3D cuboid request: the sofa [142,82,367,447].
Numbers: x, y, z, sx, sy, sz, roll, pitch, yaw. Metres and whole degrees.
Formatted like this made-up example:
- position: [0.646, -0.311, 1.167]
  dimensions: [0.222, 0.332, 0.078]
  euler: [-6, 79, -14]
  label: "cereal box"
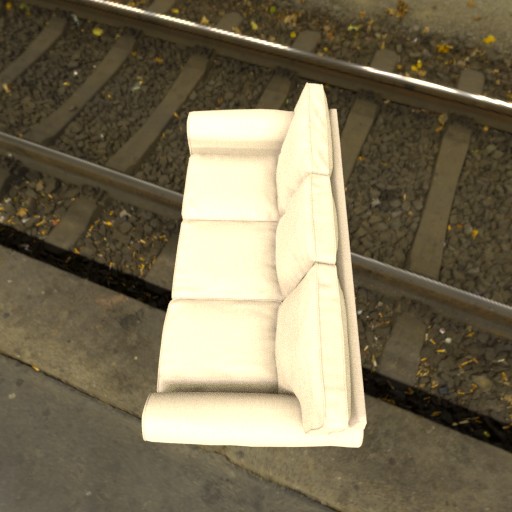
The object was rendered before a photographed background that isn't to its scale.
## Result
- position: [0.000, 0.000, 2.613]
  dimensions: [0.998, 0.889, 2.118]
  euler: [1, 59, 1]
  label: "sofa"
